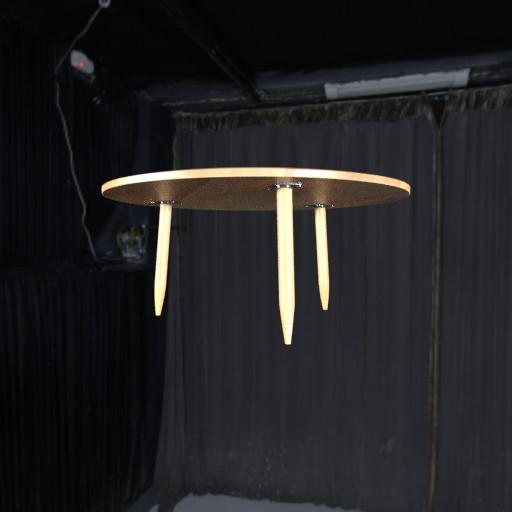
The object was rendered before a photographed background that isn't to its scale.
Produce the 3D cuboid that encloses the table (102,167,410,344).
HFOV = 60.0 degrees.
[{"bbox_3d":[0.000,0.000,1.375,0.900,0.400,0.900,0,1,0],"label":"table"}]
